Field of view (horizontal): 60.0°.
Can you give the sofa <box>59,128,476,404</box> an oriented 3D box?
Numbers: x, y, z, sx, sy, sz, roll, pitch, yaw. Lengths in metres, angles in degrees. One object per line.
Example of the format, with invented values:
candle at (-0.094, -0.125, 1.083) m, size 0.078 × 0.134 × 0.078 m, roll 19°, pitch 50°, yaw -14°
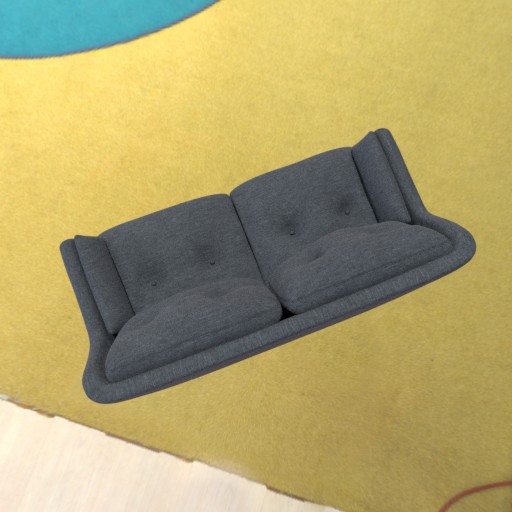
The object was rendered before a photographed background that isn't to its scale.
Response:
sofa at (0.000, 0.000, 2.422) m, size 1.929 × 0.896 × 0.975 m, roll -20°, pitch 76°, yaw -5°
